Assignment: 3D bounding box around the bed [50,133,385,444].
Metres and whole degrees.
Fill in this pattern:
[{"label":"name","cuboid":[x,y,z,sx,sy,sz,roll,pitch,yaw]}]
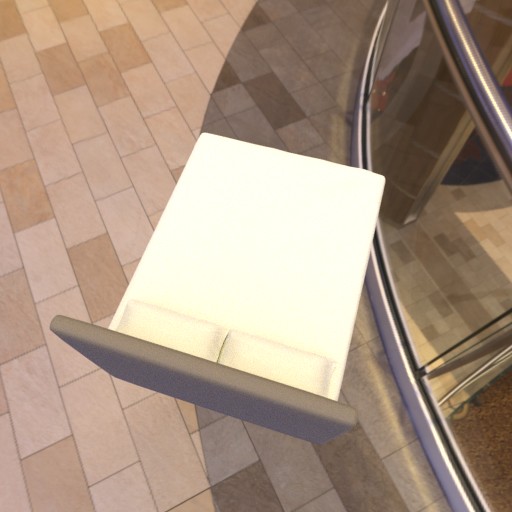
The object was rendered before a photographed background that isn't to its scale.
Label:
[{"label":"bed","cuboid":[0.000,0.000,3.274,1.748,1.330,2.142,15,64,8]}]
